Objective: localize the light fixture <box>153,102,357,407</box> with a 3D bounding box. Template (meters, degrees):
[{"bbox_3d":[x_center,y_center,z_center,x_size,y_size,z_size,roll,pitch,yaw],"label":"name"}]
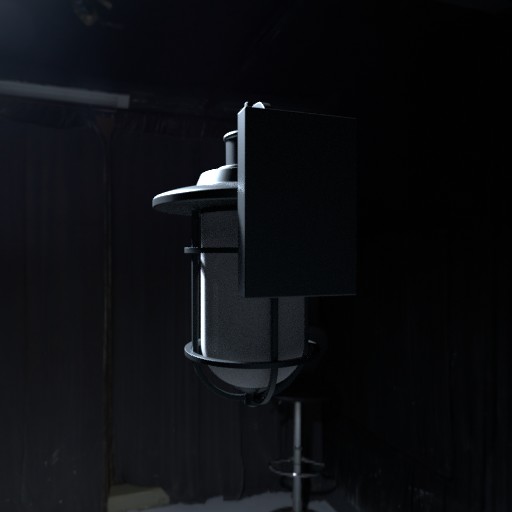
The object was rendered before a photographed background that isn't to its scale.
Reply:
[{"bbox_3d":[0.000,0.000,0.495,0.222,0.345,0.252,0,1,-19],"label":"light fixture"}]
